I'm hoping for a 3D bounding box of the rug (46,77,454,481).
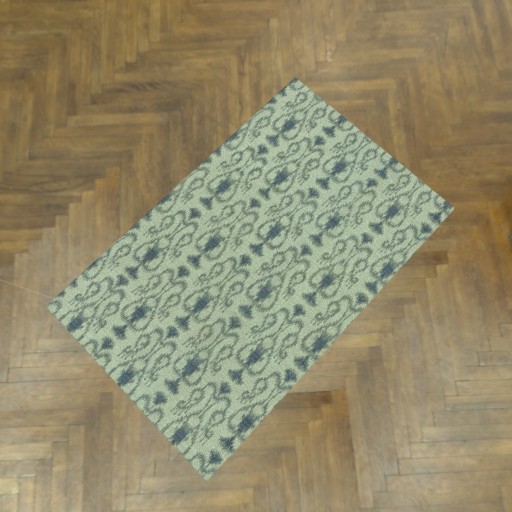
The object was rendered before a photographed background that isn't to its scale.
[{"bbox_3d":[0.000,0.000,2.049,1.035,0.006,1.652,43,79,10],"label":"rug"}]
